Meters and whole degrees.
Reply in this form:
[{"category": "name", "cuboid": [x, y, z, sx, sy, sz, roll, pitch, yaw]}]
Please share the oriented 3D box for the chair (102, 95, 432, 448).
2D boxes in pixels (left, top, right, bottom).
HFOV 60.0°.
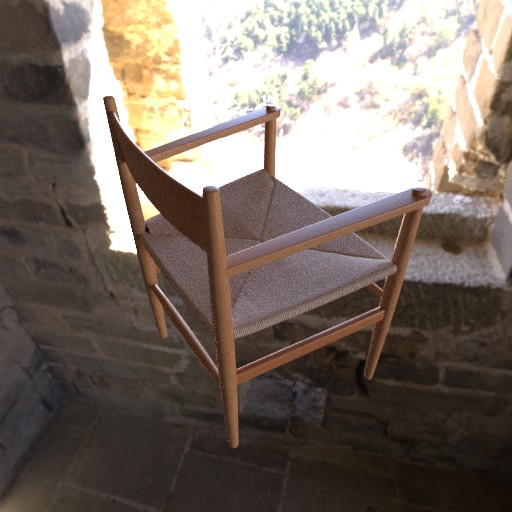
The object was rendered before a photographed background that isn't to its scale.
[{"category": "chair", "cuboid": [0.000, 0.000, 1.109, 0.495, 0.762, 0.556, -23, 46, -25]}]
